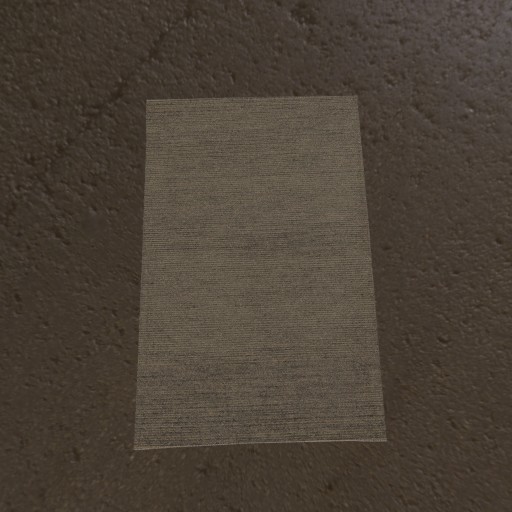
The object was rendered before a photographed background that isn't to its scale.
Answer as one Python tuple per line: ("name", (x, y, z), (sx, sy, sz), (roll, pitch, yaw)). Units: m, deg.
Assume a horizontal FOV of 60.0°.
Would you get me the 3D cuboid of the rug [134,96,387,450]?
("rug", (0.000, 0.000, 2.206), (1.149, 0.021, 1.773), (-1, 77, 0))
